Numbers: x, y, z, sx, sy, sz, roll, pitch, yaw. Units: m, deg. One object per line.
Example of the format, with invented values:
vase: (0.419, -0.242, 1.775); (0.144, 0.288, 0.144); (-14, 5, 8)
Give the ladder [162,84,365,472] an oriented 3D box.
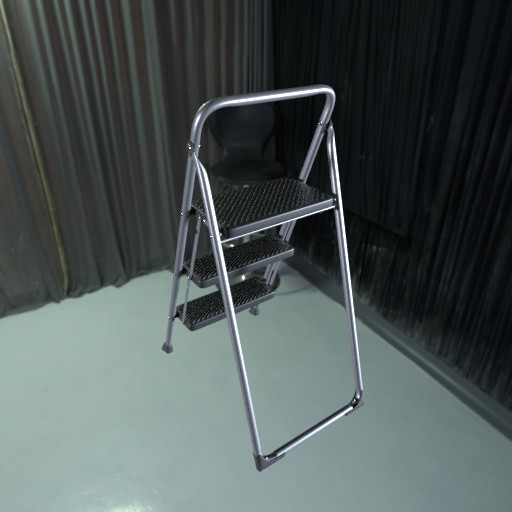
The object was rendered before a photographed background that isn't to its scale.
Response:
ladder: (0.000, 0.000, 1.303); (0.430, 0.945, 0.629); (-19, 35, -30)
